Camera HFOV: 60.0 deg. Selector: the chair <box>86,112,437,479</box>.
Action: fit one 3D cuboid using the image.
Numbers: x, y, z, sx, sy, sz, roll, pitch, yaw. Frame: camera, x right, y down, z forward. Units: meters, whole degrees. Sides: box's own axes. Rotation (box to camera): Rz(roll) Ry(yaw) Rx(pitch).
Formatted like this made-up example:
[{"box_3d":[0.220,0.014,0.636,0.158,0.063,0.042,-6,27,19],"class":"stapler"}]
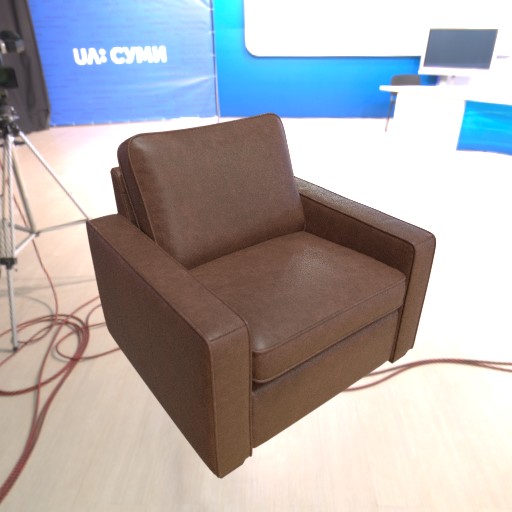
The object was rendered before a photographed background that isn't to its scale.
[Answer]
[{"box_3d":[0.000,0.000,1.725,1.017,0.919,0.940,-21,36,-32],"class":"chair"}]
